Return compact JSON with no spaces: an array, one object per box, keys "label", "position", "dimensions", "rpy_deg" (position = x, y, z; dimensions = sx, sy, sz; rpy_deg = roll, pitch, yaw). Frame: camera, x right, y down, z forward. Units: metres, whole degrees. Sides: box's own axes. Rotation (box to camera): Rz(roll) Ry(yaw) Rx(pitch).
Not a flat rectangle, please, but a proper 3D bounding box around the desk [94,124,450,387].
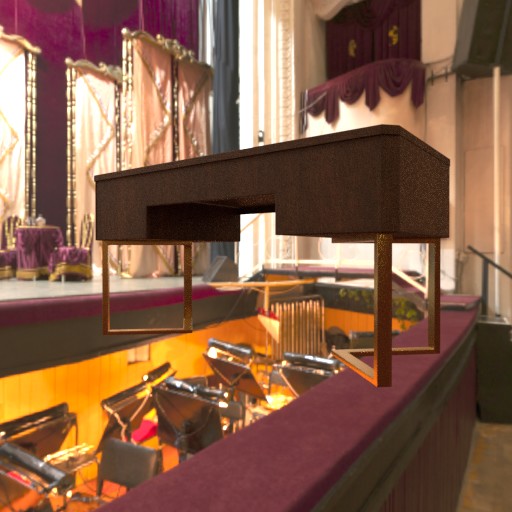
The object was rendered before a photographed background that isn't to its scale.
[{"label":"desk","position":[0.000,0.000,1.957],"dimensions":[1.479,0.762,0.684],"rpy_deg":[0,1,37]}]
